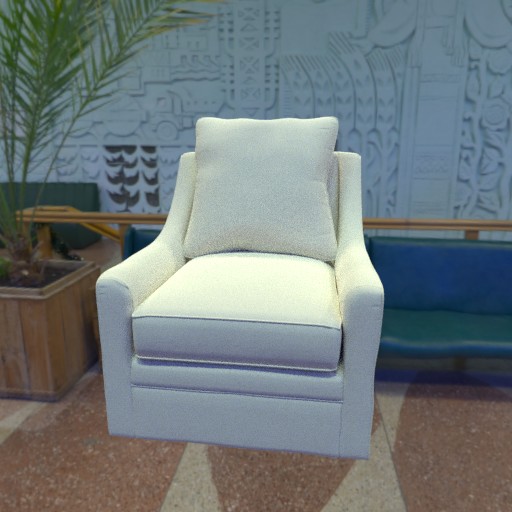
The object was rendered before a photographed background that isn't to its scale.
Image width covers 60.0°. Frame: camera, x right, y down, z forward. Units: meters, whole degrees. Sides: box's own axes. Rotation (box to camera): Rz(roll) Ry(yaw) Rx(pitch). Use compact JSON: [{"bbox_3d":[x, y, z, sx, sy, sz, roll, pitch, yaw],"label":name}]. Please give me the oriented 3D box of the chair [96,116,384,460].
[{"bbox_3d":[0.000,0.000,1.548,0.756,0.965,0.876,2,14,8],"label":"chair"}]
